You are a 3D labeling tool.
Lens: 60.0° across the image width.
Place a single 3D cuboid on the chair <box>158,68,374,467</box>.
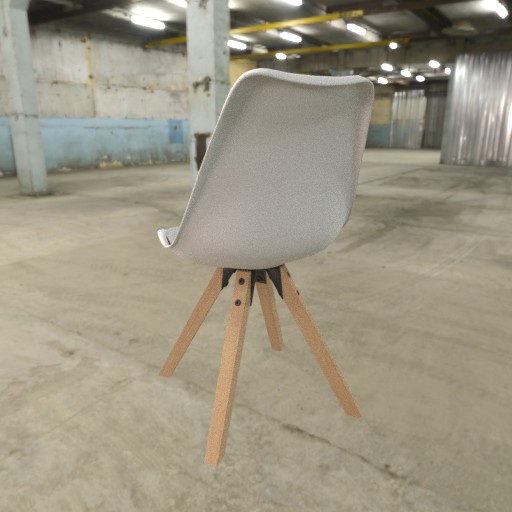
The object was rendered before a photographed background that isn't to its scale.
[{"bbox_3d":[0.000,0.000,1.175,0.485,0.850,0.550,-7,17,-25],"label":"chair"}]
